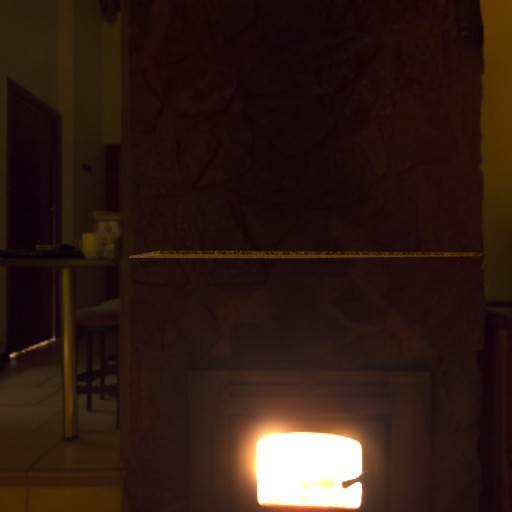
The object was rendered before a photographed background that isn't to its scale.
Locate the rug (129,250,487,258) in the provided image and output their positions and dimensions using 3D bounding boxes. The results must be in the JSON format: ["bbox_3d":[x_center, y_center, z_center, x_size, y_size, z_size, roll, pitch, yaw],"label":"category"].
[{"bbox_3d":[0.000,0.000,2.291,1.189,0.011,1.808,0,-1,-19],"label":"rug"}]
